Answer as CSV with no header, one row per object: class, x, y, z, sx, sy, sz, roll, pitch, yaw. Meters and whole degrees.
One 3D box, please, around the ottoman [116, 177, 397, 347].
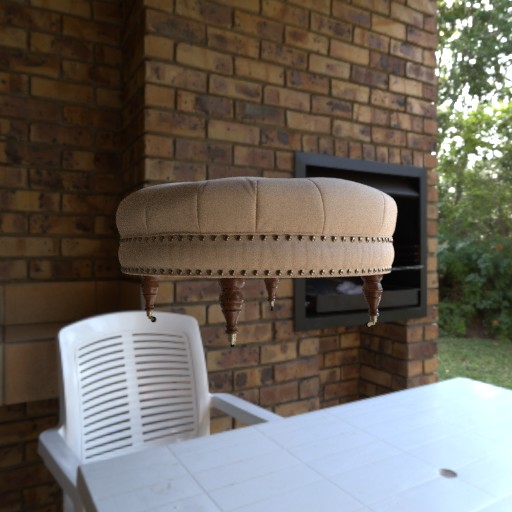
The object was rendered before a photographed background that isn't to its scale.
ottoman,0.000,0.000,1.545,0.940,0.483,0.940,0,0,0
